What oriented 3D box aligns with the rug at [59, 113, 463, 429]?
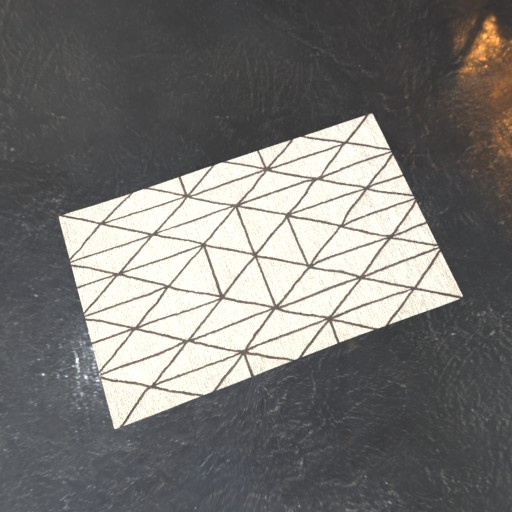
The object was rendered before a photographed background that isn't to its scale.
[{"bbox_3d":[0.000,0.000,3.110,2.465,0.008,1.526,-19,76,-5],"label":"rug"}]
